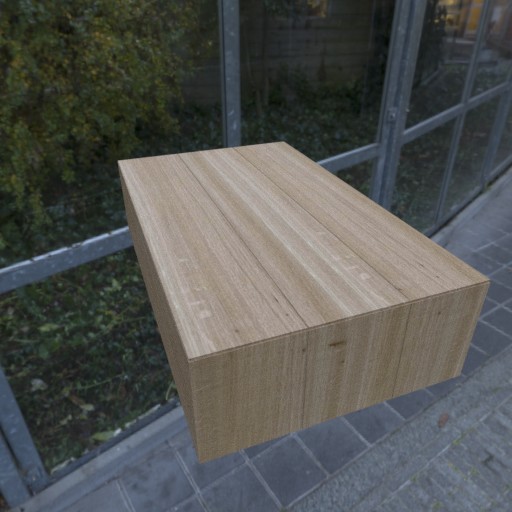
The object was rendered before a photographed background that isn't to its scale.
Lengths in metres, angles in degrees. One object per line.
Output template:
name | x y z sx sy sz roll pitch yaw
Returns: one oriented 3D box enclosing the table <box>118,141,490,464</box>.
table | 0.000 0.000 1.402 0.678 0.353 1.110 -11 33 -18
